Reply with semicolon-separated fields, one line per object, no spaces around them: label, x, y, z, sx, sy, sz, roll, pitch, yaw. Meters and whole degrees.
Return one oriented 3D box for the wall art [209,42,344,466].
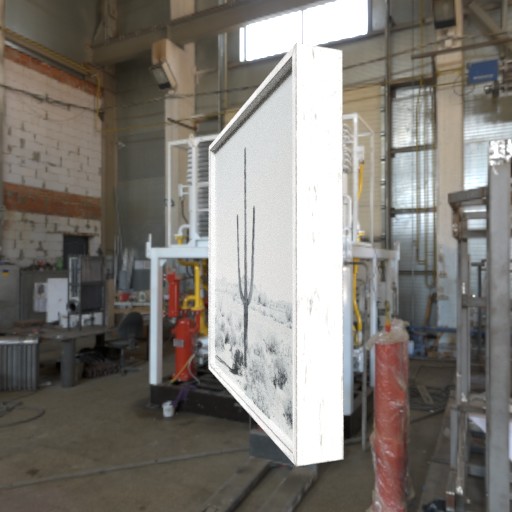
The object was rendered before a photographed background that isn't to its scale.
wall art;0.000;0.000;0.469;0.038;0.305;0.305;0;-1;-18
